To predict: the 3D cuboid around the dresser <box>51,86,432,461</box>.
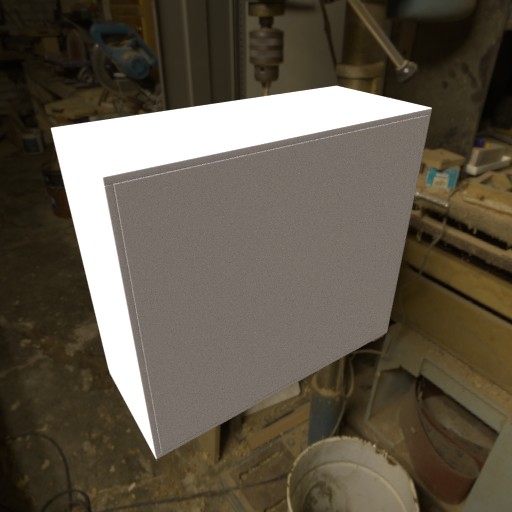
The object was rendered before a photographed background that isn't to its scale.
[{"bbox_3d":[0.000,0.000,1.623,1.100,1.000,0.460,-20,36,-29],"label":"dresser"}]
